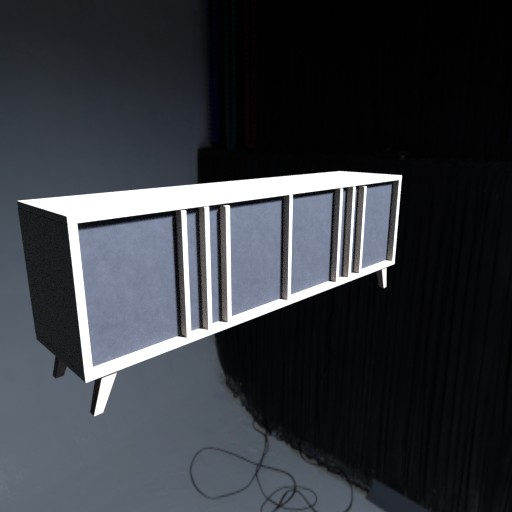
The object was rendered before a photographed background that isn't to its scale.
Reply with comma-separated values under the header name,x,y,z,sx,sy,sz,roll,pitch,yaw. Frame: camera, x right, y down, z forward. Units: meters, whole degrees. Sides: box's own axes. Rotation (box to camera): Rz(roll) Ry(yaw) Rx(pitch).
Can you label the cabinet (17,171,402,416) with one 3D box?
name,x,y,z,sx,sy,sz,roll,pitch,yaw
cabinet,0.000,0.000,2.449,2.198,0.779,0.499,-14,21,-42
